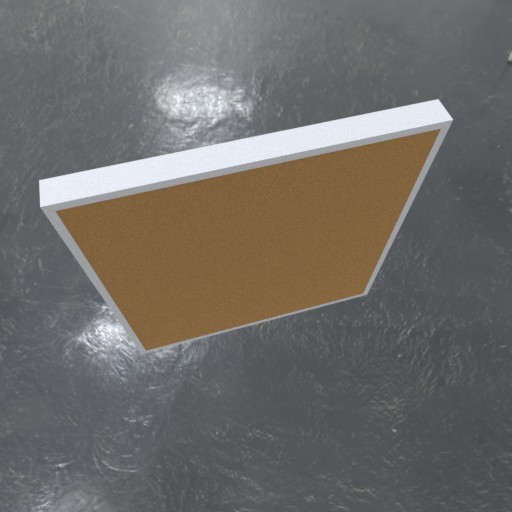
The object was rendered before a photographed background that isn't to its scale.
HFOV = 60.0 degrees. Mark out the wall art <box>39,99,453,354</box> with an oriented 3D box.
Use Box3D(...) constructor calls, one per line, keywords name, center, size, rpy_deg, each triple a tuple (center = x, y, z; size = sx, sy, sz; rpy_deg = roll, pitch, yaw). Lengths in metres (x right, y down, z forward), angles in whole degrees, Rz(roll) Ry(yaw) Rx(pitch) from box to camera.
Box3D(name="wall art", center=(0.000, 0.000, 0.755), size=(0.509, 0.509, 0.040), rpy_deg=(-14, 60, -8))
